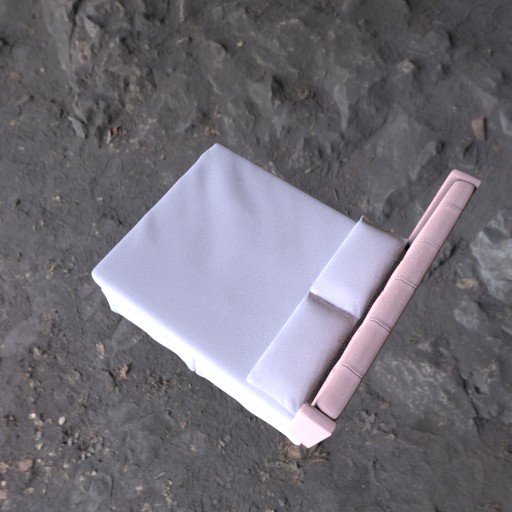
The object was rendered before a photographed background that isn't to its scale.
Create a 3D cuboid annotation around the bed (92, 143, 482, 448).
[{"bbox_3d":[0.000,0.000,3.272,2.066,1.665,1.719,33,68,15],"label":"bed"}]
